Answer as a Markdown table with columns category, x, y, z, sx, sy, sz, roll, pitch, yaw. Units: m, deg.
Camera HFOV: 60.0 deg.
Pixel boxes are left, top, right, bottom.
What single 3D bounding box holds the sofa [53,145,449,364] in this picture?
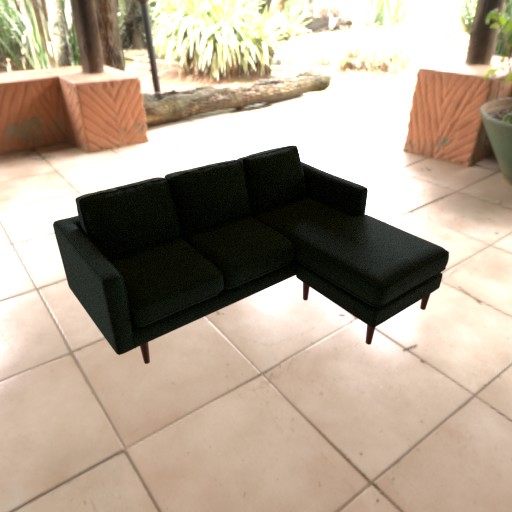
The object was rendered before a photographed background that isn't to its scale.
| category | x | y | z | sx | sy | sz | roll | pitch | yaw |
| --- | --- | --- | --- | --- | --- | --- | --- | --- | --- |
| sofa | 0.000 | 0.000 | 2.901 | 2.030 | 0.899 | 1.580 | -22 | 37 | -31 |
